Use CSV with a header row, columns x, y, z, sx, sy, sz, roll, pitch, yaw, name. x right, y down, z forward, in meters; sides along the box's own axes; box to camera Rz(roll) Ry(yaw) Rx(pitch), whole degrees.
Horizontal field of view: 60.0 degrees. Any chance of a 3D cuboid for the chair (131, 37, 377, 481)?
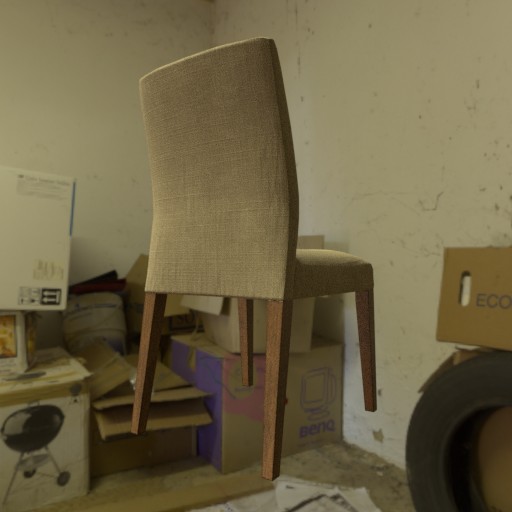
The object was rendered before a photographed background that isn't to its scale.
x,y,z,sx,sy,sz,roll,pitch,yaw,name
0.000,0.000,1.265,0.496,0.940,0.585,0,-1,35,chair
